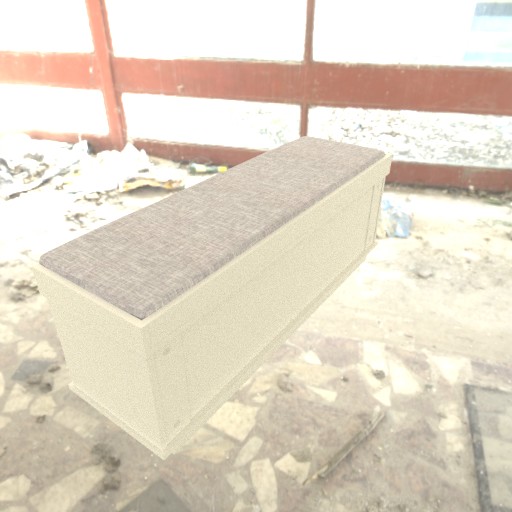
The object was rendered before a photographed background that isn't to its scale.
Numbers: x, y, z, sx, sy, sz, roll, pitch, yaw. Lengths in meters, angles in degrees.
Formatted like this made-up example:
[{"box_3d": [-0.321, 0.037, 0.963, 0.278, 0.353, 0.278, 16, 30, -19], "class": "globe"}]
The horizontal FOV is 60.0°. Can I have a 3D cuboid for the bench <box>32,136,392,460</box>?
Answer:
[{"box_3d": [0.000, 0.000, 1.399, 0.363, 0.453, 1.196, 21, 37, 30], "class": "bench"}]
